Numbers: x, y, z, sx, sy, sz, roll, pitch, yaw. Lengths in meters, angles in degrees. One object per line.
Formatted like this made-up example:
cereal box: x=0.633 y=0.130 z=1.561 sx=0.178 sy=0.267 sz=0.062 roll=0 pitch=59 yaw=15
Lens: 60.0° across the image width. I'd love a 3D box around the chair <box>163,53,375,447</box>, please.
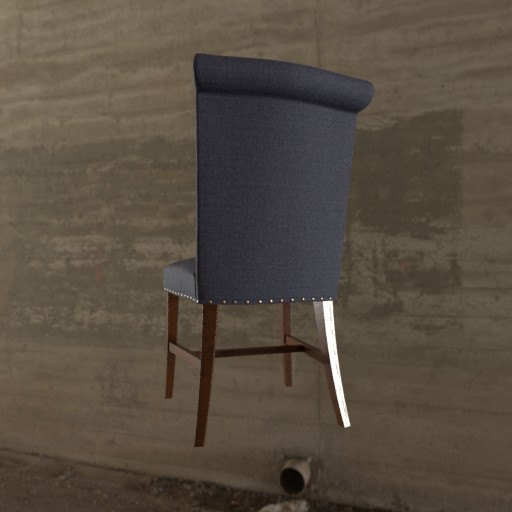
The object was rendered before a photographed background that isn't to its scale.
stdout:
chair: x=0.000 y=0.000 z=1.396 sx=0.513 sy=0.988 sz=0.608 roll=0 pitch=-1 yaw=-20
